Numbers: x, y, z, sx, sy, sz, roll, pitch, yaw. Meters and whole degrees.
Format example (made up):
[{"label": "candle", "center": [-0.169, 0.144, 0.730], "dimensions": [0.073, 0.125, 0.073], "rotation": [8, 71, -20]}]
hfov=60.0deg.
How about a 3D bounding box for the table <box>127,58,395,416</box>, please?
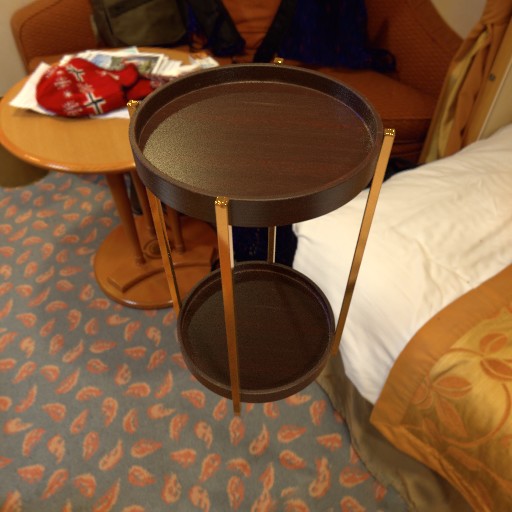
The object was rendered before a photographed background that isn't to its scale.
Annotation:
[{"label": "table", "center": [0.000, 0.000, 0.876], "dimensions": [0.400, 0.610, 0.400], "rotation": [9, 48, 8]}]
